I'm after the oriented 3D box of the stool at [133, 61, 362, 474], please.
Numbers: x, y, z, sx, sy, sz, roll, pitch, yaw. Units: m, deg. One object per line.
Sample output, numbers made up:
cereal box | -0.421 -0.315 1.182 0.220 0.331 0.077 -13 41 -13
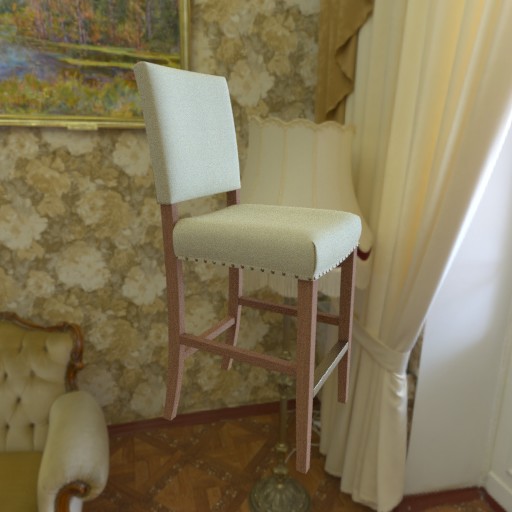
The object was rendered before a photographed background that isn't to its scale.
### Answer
stool | 0.000 0.000 1.463 0.584 1.168 0.445 8 18 27
